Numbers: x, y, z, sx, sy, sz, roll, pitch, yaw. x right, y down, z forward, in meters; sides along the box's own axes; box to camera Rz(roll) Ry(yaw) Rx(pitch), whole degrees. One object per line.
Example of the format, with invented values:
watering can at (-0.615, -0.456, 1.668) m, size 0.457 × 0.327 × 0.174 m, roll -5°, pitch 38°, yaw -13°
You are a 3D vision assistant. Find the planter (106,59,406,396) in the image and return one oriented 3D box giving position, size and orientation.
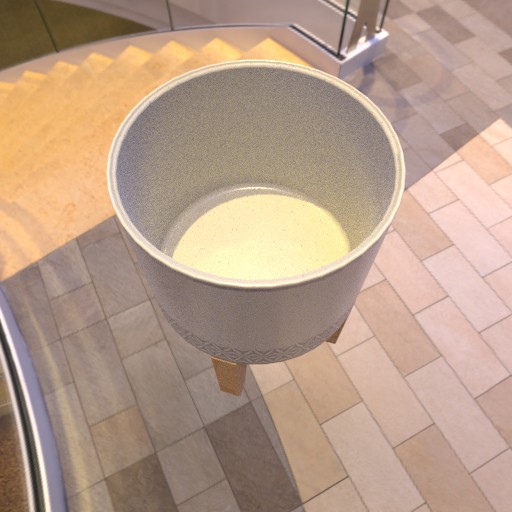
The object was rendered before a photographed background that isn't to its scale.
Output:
planter at (0.000, 0.000, 0.271) m, size 0.130 × 0.178 × 0.130 m, roll 0°, pitch 60°, yaw 0°
